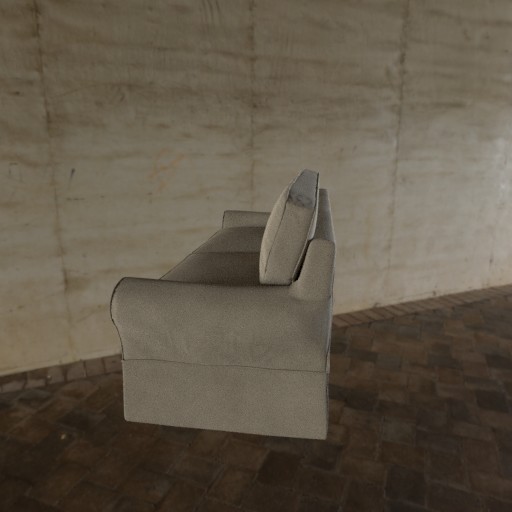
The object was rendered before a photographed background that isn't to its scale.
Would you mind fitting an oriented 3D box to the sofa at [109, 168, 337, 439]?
[{"bbox_3d":[0.000,0.000,2.751,0.900,1.014,2.246,2,14,8],"label":"sofa"}]
